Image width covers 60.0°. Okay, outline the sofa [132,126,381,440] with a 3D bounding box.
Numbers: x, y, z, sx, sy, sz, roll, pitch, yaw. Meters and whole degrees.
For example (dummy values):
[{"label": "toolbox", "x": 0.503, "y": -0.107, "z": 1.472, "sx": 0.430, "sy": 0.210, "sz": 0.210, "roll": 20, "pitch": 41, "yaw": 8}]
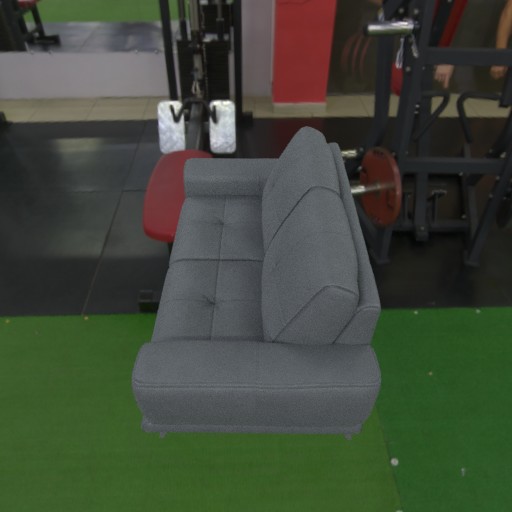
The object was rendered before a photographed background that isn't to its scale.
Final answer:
[{"label": "sofa", "x": 0.000, "y": 0.000, "z": 2.446, "sx": 1.018, "sy": 0.907, "sz": 1.806, "roll": 0, "pitch": 42, "yaw": 0}]
